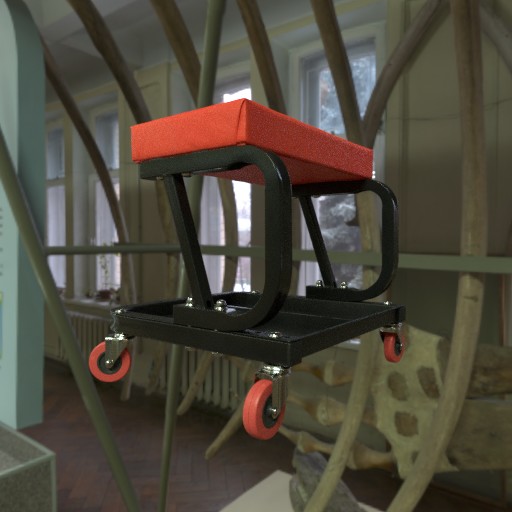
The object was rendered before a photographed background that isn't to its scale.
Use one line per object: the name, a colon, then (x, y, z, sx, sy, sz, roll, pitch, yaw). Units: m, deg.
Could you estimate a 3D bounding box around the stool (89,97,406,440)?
stool: (0.000, 0.000, 0.728, 0.371, 0.380, 0.446, 1, 2, 38)
